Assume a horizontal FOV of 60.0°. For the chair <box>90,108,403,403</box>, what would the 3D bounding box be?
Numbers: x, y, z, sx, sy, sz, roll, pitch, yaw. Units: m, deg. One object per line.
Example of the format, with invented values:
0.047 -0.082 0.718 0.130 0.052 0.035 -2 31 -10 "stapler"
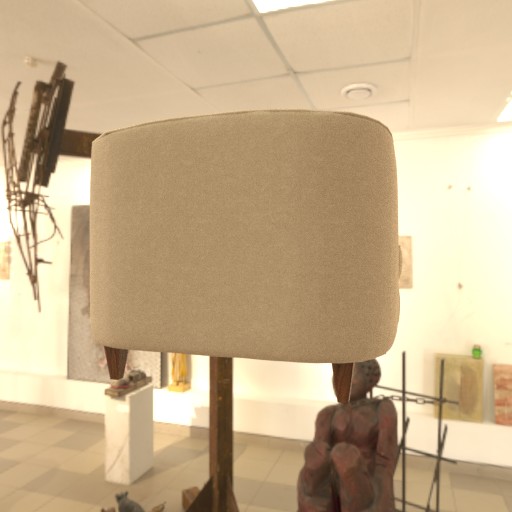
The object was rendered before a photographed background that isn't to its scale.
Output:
0.000 0.000 1.755 1.104 0.852 0.941 0 0 18 "chair"
